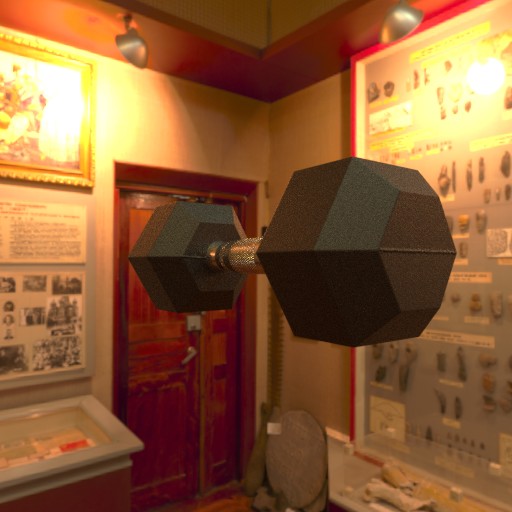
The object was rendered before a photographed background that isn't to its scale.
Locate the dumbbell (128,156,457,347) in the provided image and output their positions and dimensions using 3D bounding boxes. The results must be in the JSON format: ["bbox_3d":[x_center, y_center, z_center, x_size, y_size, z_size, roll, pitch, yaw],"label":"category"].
[{"bbox_3d":[0.000,0.000,0.427,0.141,0.123,0.356,1,-1,-36],"label":"dumbbell"}]
